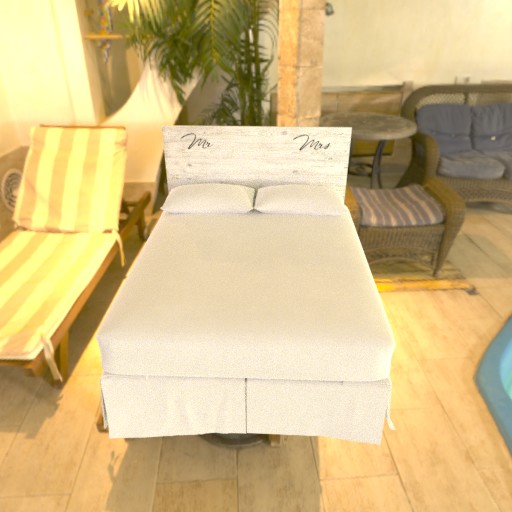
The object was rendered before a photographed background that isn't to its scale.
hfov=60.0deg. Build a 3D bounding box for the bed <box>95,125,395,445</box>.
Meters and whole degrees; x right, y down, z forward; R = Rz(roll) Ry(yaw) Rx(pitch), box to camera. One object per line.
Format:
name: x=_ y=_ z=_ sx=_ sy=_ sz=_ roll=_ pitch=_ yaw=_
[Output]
bed: x=0.000 y=0.000 z=3.157 sx=1.745 sy=1.335 sz=2.094 roll=1 pitch=29 yaw=2
